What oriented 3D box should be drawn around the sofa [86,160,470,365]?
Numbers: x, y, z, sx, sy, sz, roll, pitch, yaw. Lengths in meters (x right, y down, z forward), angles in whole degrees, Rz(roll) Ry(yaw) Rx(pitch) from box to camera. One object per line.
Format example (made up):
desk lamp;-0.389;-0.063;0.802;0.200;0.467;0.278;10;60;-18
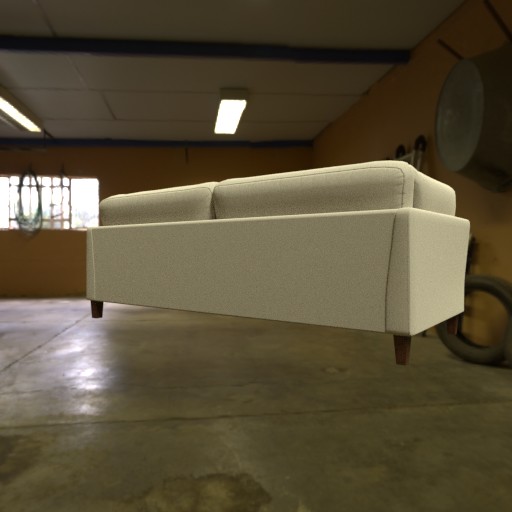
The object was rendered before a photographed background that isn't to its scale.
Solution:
sofa;0.000;0.000;2.785;2.301;0.863;0.957;0;1;37
